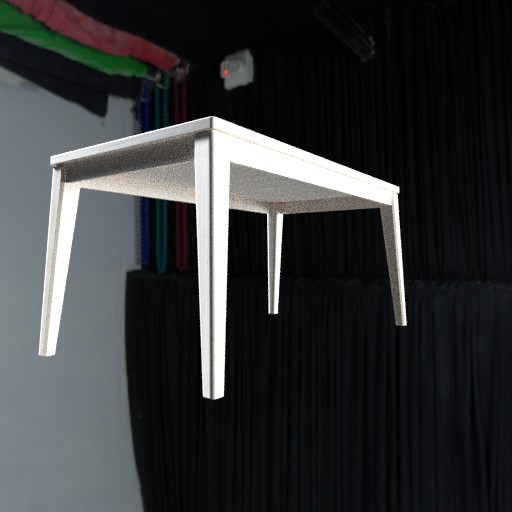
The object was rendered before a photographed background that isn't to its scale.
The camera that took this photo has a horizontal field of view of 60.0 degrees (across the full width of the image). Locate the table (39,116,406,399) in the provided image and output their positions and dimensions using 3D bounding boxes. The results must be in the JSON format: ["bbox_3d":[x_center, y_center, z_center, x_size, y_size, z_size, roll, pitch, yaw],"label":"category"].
[{"bbox_3d":[0.000,0.000,2.075,0.900,0.760,1.600,0,0,36],"label":"table"}]
